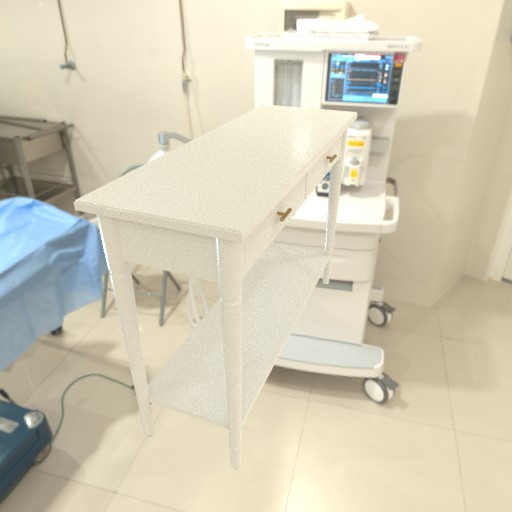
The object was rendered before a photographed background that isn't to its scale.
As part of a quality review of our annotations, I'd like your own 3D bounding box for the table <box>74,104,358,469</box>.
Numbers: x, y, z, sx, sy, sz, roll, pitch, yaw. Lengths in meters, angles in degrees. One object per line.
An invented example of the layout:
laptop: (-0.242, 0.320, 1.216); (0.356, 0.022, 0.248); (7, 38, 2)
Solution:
table: (0.000, 0.000, 1.467); (0.381, 0.749, 1.067); (11, 32, 19)
